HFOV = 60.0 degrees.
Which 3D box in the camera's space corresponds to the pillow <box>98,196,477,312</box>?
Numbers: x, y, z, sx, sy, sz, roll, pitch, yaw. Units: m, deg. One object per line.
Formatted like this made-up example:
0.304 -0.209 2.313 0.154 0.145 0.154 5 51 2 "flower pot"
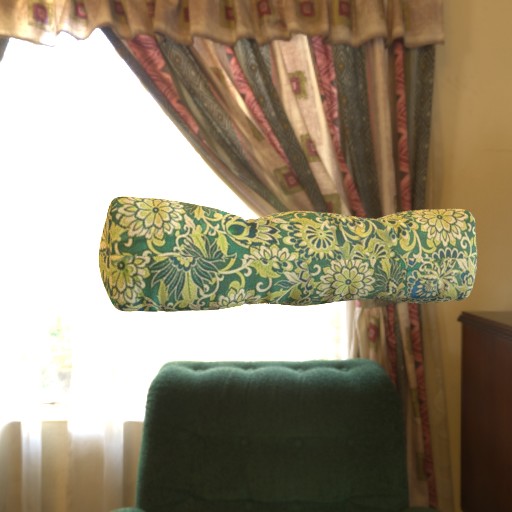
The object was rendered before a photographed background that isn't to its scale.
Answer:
0.000 0.000 0.723 0.468 0.128 0.490 0 0 -17 "pillow"
